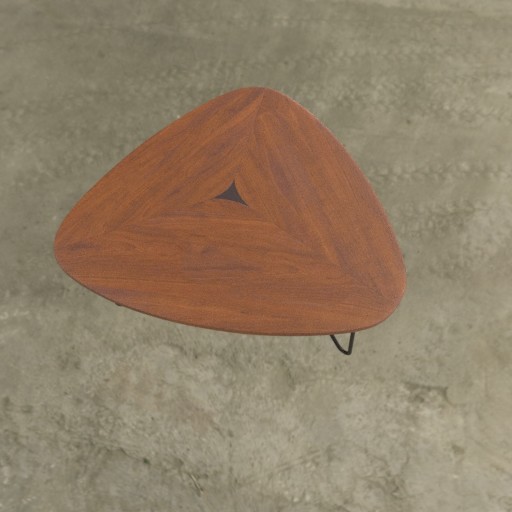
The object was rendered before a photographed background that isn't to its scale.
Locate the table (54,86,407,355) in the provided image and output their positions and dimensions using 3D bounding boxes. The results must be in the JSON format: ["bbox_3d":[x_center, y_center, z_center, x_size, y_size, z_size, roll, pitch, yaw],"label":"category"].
[{"bbox_3d":[0.000,0.000,1.305,0.821,0.413,0.833,35,64,20],"label":"table"}]
